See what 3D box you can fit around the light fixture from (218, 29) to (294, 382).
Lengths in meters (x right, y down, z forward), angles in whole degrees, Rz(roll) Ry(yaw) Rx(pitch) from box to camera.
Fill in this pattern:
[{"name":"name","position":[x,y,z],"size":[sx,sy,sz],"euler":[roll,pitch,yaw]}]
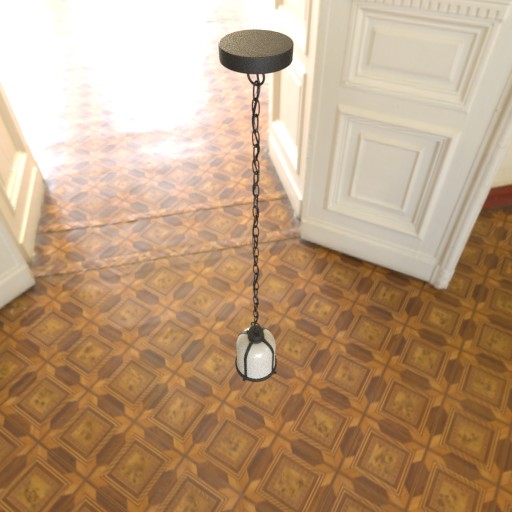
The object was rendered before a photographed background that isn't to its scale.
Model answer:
[{"name":"light fixture","position":[0.000,0.000,1.278],"size":[0.178,1.181,0.178],"euler":[24,50,21]}]
